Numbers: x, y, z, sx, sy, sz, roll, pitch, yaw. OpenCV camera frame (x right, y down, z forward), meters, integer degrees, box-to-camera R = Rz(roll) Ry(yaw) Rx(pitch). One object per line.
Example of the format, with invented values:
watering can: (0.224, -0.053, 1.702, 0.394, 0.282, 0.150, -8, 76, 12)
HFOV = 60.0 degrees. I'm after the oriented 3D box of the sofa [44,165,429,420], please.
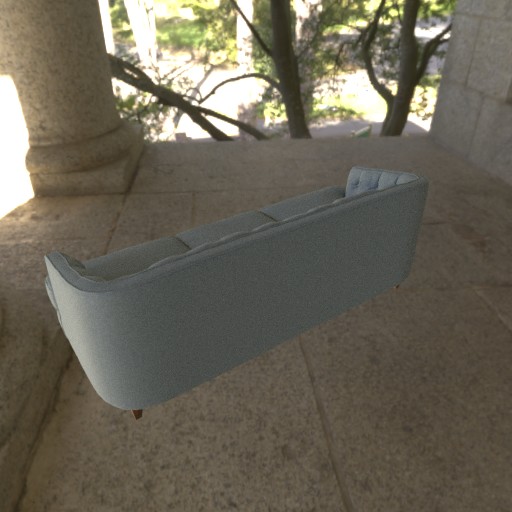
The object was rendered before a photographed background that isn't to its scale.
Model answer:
sofa: (0.000, 0.000, 2.722, 2.278, 0.855, 0.941, -20, 37, -29)
